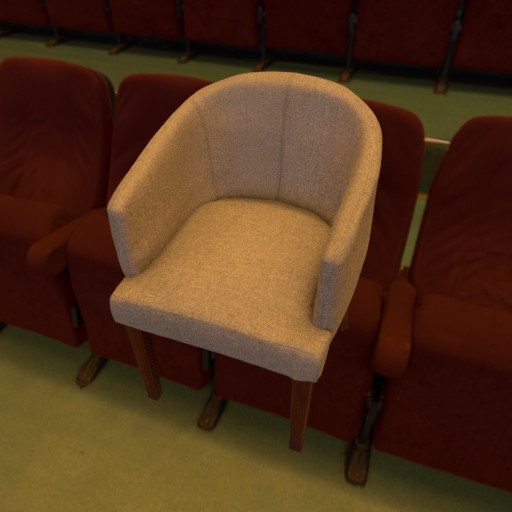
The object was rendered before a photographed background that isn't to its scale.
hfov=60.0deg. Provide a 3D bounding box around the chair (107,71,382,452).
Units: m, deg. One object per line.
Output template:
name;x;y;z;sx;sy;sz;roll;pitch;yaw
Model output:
chair;0.000;0.000;1.239;0.583;0.811;0.655;13;42;15
